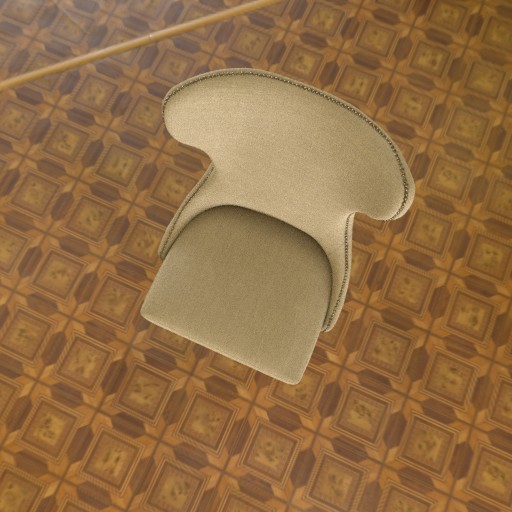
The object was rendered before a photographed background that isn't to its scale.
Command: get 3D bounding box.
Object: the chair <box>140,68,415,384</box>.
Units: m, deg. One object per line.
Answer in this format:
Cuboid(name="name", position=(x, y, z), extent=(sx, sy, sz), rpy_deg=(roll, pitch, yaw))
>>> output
Cuboid(name="chair", position=(0.000, 0.000, 1.390), extent=(0.628, 0.967, 0.635), rpy_deg=(23, 77, 5))
